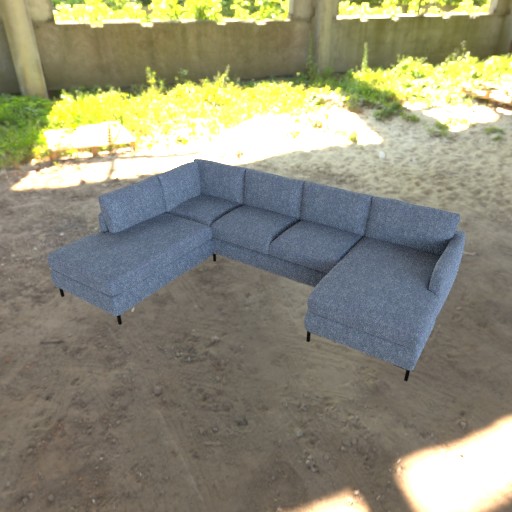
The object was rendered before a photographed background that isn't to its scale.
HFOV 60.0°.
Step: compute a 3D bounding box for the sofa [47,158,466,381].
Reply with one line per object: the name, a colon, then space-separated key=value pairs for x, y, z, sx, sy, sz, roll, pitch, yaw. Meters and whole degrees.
sofa: x=0.000 y=0.000 z=3.483 sx=2.737 sy=0.756 sz=1.879 roll=18 pitch=34 yaw=29
